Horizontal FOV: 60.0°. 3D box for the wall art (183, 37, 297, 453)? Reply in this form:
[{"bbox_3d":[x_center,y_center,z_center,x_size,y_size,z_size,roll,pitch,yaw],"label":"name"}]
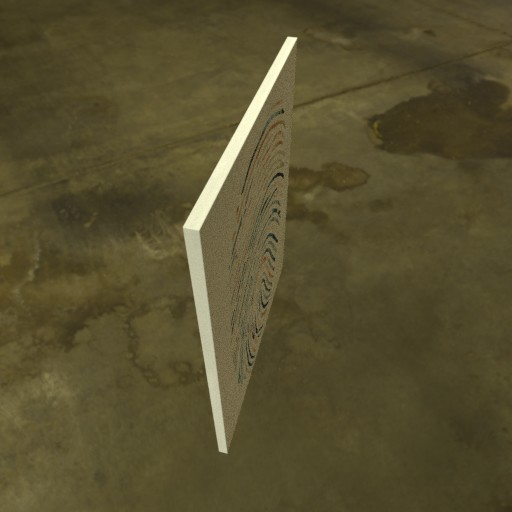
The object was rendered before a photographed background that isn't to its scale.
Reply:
[{"bbox_3d":[0.000,0.000,0.981,0.021,0.710,0.609,11,47,10],"label":"wall art"}]
